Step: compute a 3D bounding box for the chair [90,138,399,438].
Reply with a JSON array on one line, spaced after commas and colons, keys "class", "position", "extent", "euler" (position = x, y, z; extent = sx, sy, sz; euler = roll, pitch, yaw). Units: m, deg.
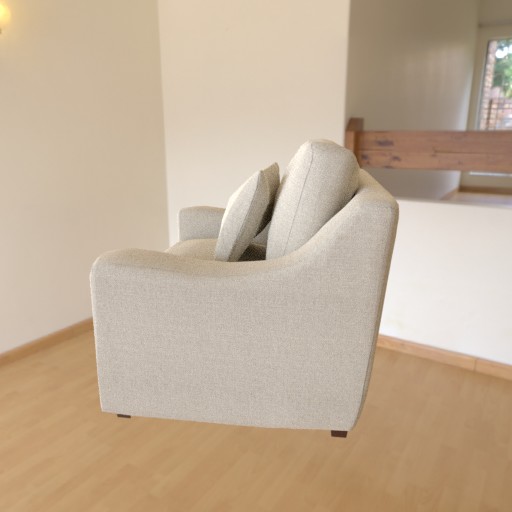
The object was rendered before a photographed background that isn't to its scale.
[{"class": "chair", "position": [0.000, 0.000, 1.979], "extent": [1.009, 1.016, 1.178], "euler": [2, 16, 8]}]
